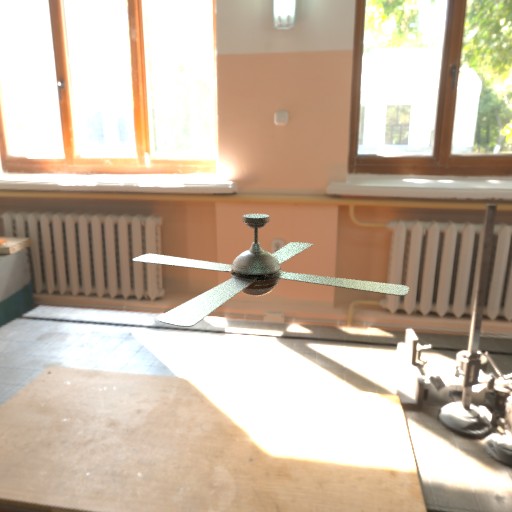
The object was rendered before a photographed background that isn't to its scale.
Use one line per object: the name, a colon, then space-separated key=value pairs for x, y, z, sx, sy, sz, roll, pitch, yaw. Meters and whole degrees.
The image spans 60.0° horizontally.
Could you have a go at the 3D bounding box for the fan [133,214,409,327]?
fan: x=0.000 y=0.000 z=2.086 sx=1.321 sy=0.381 sz=1.321 roll=-14 pitch=20 yaw=-43
